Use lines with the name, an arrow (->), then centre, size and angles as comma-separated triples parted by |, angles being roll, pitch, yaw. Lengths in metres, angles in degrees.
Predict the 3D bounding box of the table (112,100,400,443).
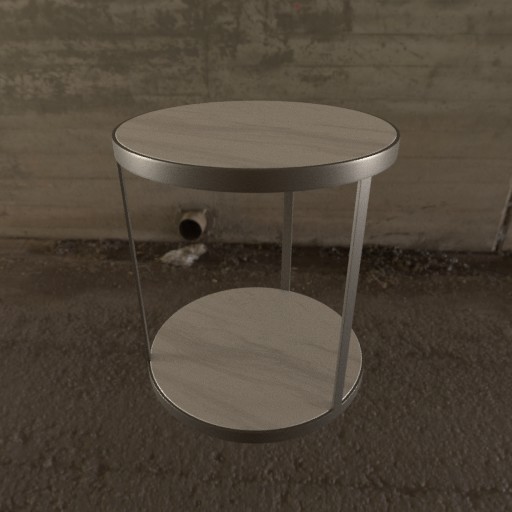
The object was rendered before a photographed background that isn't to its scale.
table -> 0.000, 0.000, 0.825 | 0.445, 0.479, 0.445 | 0, 29, 0
